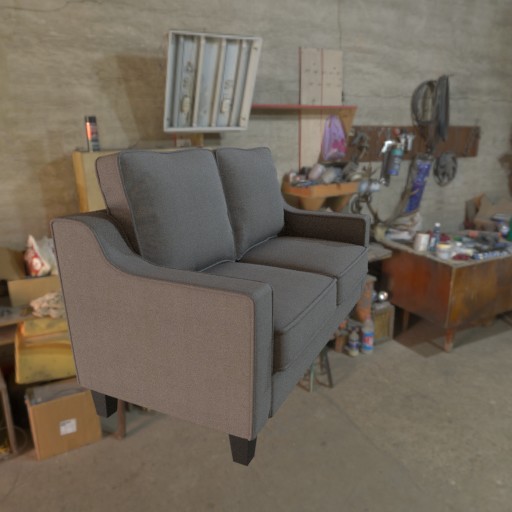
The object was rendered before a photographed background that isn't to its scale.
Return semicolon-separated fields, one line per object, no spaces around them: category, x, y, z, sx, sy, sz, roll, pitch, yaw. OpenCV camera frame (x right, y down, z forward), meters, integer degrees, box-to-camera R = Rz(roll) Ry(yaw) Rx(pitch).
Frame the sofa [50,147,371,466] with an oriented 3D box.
sofa;0.000;0.000;2.001;0.791;0.948;1.500;7;16;25
